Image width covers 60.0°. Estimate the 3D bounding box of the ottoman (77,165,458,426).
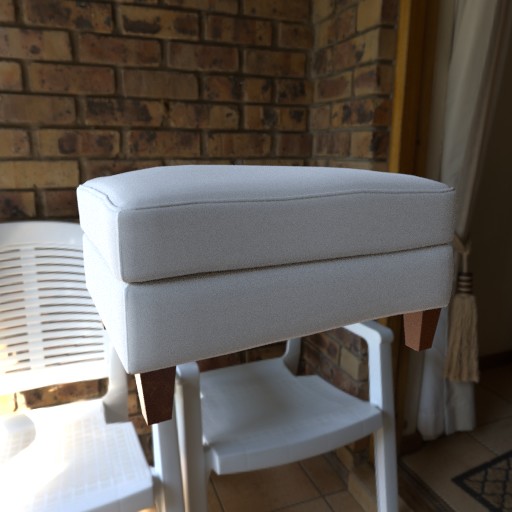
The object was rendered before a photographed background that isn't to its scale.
[{"bbox_3d":[0.000,0.000,1.180,0.818,0.479,0.634,-7,15,-26],"label":"ottoman"}]
